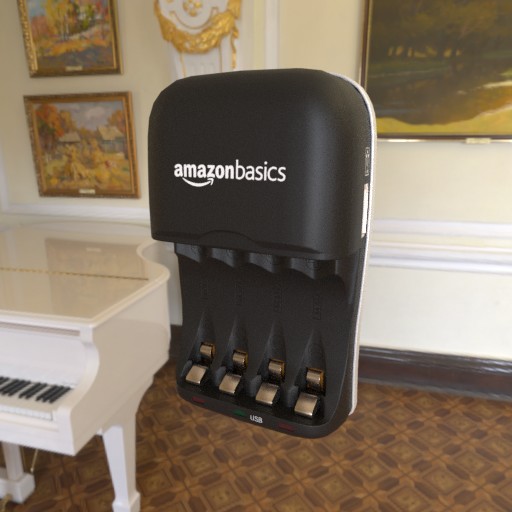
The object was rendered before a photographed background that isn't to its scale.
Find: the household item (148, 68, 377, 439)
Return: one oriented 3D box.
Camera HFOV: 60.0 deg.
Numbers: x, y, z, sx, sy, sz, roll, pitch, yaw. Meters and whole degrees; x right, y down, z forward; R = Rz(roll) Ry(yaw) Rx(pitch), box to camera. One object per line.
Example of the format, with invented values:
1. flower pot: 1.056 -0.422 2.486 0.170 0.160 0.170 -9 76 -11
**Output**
1. household item: 0.000 0.000 0.147 0.070 0.114 0.038 7 16 26
